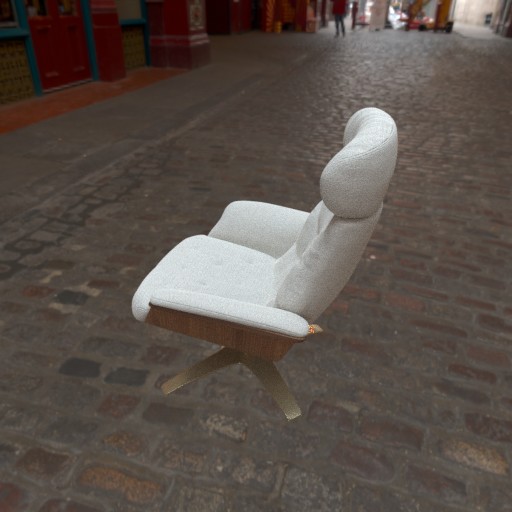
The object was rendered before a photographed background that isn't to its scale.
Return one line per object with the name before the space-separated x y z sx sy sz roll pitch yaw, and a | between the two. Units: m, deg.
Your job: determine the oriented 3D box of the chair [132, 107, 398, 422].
chair | 0.000 0.000 1.569 0.837 0.995 0.785 8 32 14
